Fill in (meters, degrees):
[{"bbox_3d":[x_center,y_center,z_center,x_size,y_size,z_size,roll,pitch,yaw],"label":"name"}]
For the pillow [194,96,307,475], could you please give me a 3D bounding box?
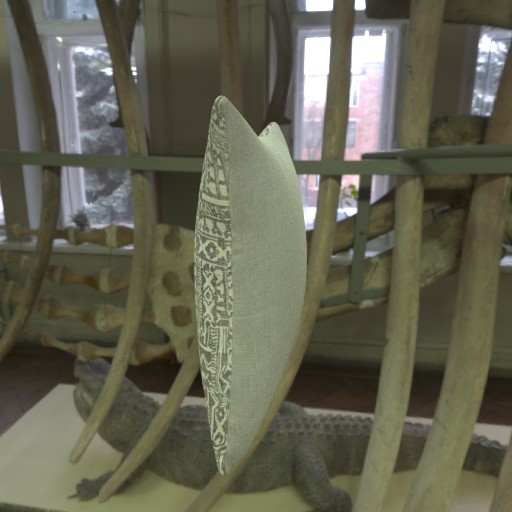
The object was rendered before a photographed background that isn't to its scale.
[{"bbox_3d":[0.000,0.000,0.789,0.180,0.487,0.546,2,14,8],"label":"pillow"}]
